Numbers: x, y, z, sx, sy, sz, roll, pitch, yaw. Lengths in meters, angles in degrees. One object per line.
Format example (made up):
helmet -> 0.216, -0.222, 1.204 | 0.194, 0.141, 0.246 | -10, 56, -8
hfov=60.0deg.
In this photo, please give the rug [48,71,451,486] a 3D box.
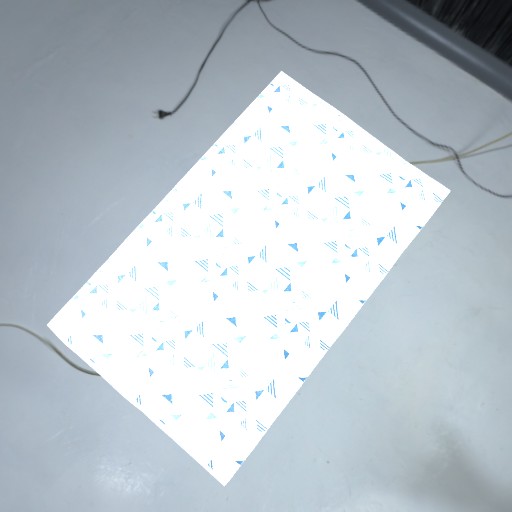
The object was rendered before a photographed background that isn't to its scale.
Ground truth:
rug -> 0.000, 0.000, 2.987 | 1.512, 0.009, 2.457 | 39, 79, 9
